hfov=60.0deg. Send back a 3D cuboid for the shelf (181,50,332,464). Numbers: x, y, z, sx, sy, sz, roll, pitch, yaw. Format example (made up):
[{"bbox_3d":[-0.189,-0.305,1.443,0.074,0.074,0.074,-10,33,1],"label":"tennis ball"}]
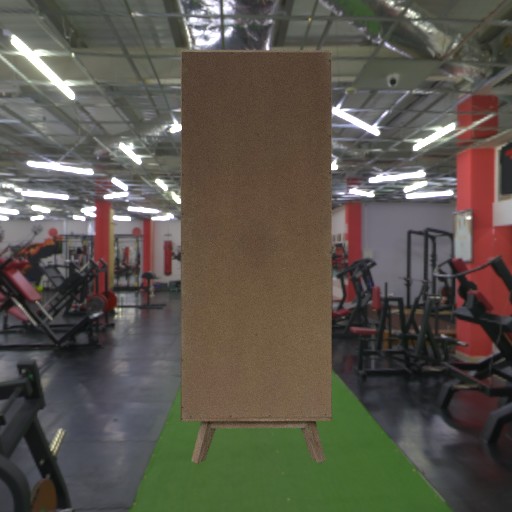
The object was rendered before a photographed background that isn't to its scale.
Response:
[{"bbox_3d":[0.000,0.000,1.565,0.491,1.342,0.267,0,0,-1],"label":"shelf"}]
